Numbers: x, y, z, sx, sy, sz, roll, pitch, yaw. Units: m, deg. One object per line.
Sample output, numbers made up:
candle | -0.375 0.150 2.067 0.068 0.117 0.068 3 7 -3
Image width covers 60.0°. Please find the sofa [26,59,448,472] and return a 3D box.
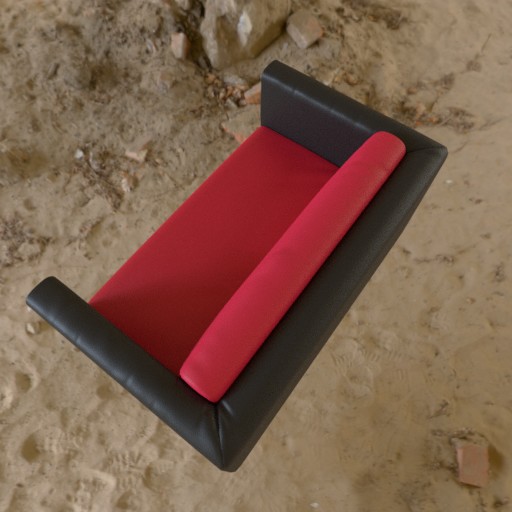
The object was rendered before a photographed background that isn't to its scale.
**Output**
sofa | 0.000 0.000 1.840 0.845 0.735 1.410 34 68 16
